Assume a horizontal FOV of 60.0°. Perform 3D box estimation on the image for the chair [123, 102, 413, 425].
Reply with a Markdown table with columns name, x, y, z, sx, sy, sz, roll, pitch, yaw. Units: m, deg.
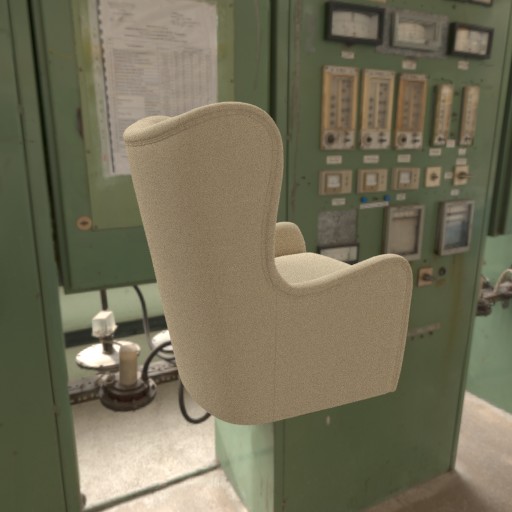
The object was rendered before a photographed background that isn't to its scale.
| name | x | y | z | sx | sy | sz | roll | pitch | yaw |
| --- | --- | --- | --- | --- | --- | --- | --- | --- | --- |
| chair | 0.000 | 0.000 | 1.747 | 0.929 | 1.079 | 0.831 | -7 | 16 | -25 |
